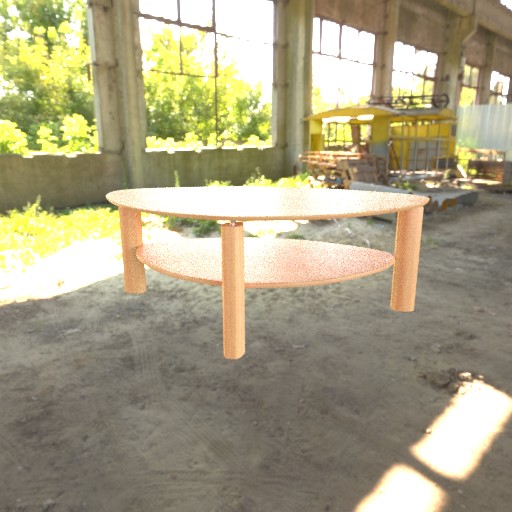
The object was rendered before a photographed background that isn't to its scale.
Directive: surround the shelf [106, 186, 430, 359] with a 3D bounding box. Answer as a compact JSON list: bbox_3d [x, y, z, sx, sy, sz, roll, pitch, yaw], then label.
[{"bbox_3d":[0.000,0.000,1.678,1.246,0.440,0.845,3,15,10],"label":"shelf"}]
